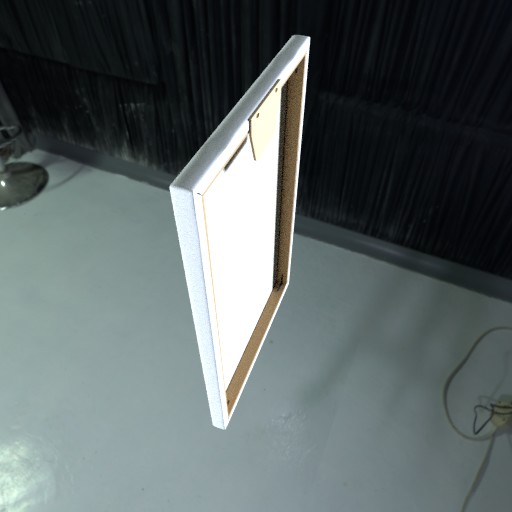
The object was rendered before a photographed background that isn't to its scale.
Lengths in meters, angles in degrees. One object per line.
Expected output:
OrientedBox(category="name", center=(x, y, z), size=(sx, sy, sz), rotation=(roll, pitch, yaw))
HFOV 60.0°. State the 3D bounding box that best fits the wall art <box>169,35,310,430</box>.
OrientedBox(category="wall art", center=(0.000, 0.000, 1.171), size=(0.048, 0.902, 0.602), rotation=(16, 50, 14))
